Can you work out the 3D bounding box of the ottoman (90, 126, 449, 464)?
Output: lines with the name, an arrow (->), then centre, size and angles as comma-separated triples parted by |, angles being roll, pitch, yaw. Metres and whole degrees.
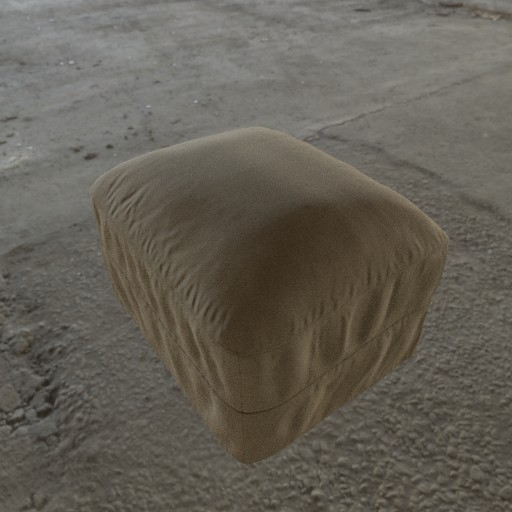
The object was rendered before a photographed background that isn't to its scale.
ottoman -> 0.000, 0.000, 1.088 | 0.584, 0.480, 0.712 | -25, 46, -28
